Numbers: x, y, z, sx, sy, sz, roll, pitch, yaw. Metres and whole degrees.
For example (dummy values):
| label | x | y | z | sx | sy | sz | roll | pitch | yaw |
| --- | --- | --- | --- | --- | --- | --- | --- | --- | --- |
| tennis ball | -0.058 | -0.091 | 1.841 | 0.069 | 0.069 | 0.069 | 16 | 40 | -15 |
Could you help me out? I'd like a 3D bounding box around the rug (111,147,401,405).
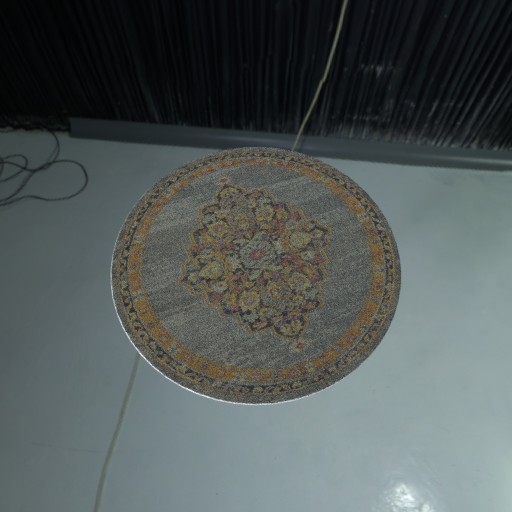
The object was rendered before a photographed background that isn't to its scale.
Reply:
| label | x | y | z | sx | sy | sz | roll | pitch | yaw |
| --- | --- | --- | --- | --- | --- | --- | --- | --- | --- |
| rug | 0.000 | 0.000 | 2.468 | 1.598 | 0.010 | 1.598 | 0 | 61 | 0 |
